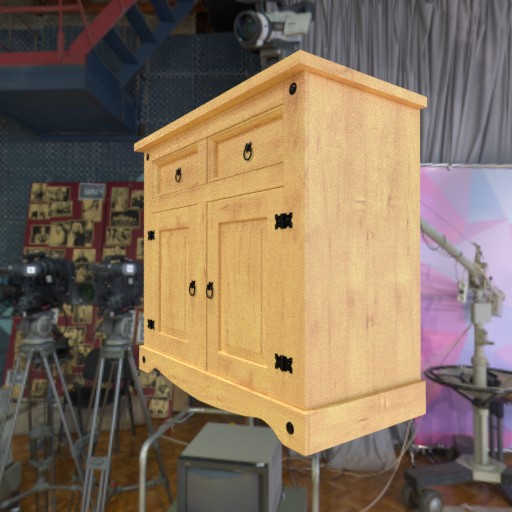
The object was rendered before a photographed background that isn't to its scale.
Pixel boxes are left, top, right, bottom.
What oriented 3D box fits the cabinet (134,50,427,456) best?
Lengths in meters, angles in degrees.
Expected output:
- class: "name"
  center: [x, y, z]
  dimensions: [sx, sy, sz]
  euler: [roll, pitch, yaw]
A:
- class: "cabinet"
  center: [0.000, 0.000, 1.410]
  dimensions: [0.450, 0.840, 0.920]
  euler: [0, -1, -36]
